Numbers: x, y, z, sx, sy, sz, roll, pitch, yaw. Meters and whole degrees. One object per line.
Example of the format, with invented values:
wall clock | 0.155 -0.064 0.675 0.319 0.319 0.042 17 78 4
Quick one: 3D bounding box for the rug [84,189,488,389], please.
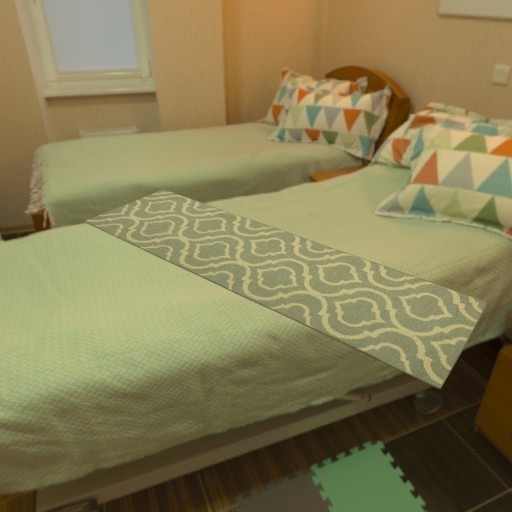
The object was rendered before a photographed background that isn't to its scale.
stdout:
rug | 0.000 0.000 2.475 2.275 0.009 0.684 22 37 32
